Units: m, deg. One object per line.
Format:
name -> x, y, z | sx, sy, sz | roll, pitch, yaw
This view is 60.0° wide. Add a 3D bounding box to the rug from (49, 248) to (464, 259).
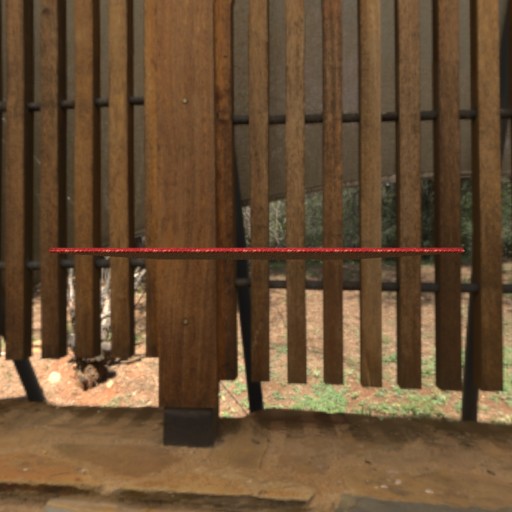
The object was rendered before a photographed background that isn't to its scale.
rug -> 0.000, 0.000, 3.904 | 2.340, 0.028, 2.905 | 0, -1, 0
